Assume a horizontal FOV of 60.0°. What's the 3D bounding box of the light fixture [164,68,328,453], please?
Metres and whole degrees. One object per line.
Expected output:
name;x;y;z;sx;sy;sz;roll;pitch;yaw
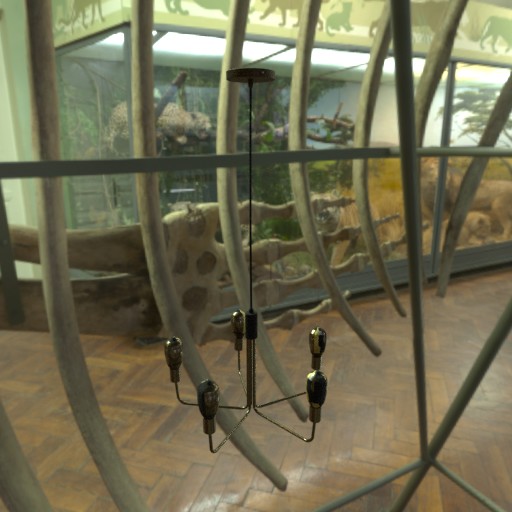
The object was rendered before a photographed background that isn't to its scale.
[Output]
light fixture;0.000;0.000;1.376;0.532;1.059;0.588;-8;16;-27
